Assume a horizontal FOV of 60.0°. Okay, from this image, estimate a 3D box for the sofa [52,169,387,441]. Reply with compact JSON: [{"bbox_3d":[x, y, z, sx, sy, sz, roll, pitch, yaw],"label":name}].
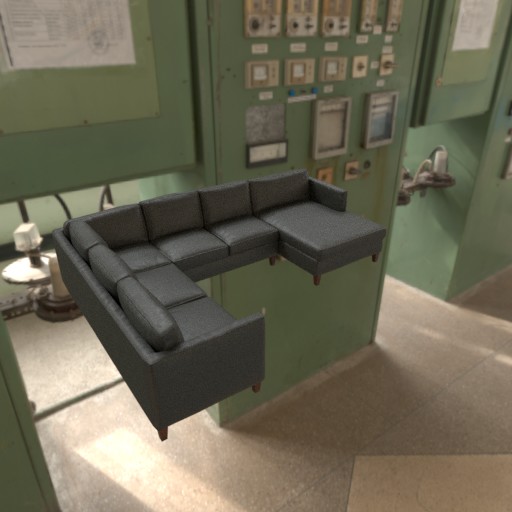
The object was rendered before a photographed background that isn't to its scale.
[{"bbox_3d":[0.000,0.000,4.682,3.460,0.923,2.593,-18,32,-31],"label":"sofa"}]
